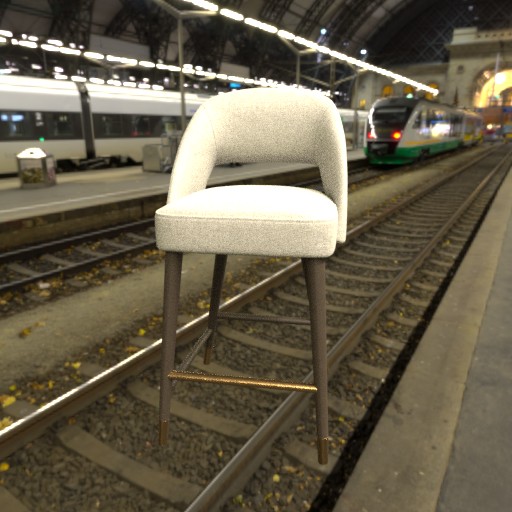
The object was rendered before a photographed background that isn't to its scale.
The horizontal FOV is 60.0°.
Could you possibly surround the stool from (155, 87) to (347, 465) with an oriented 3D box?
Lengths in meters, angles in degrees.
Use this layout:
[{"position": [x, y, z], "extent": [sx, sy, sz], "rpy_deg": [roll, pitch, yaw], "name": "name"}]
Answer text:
[{"position": [0.000, 0.000, 1.264], "extent": [0.494, 0.940, 0.509], "rpy_deg": [3, 16, 9], "name": "stool"}]
